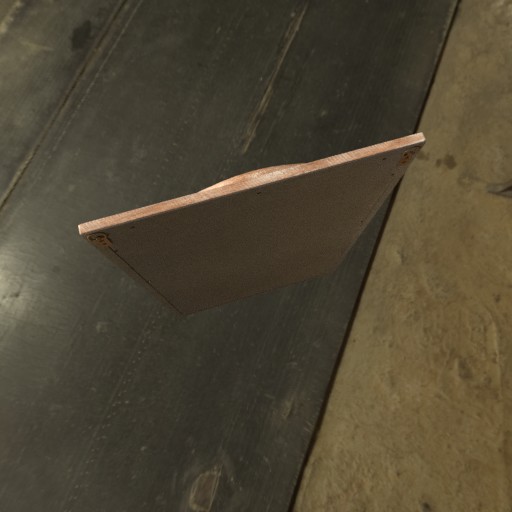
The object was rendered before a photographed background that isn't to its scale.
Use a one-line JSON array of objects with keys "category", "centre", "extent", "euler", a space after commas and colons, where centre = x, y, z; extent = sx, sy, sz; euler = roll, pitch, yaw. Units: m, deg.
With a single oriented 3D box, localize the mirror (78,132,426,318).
[{"category": "mirror", "centre": [0.000, 0.000, 0.988], "extent": [0.495, 0.787, 0.058], "euler": [-16, 75, -4]}]
